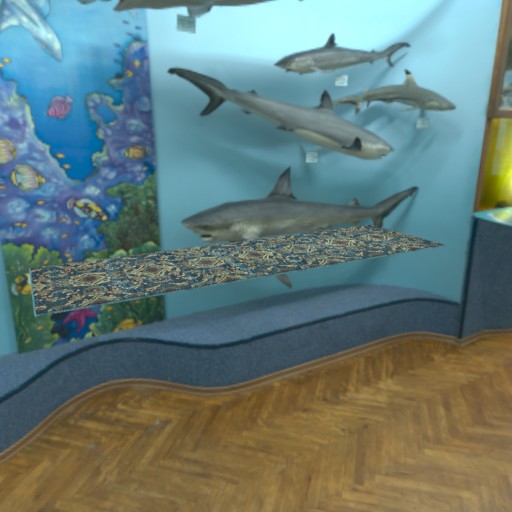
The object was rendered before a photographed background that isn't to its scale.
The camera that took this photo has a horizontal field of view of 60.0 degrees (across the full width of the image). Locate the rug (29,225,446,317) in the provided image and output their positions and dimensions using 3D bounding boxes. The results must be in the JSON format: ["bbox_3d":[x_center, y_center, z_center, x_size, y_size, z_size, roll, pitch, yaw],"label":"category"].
[{"bbox_3d":[0.000,0.000,2.513,2.292,0.014,0.685,-8,18,-27],"label":"rug"}]
